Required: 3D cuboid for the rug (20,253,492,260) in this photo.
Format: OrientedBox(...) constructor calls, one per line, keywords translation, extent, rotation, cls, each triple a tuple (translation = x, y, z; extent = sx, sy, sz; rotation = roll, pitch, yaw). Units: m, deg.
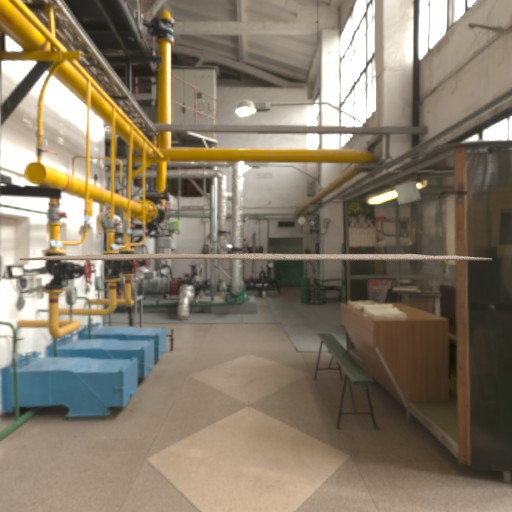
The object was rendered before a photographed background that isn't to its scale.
OrientedBox(translation=(0.000, 0.000, 2.324), extent=(1.829, 0.013, 1.220), rotation=(0, 1, 0), cls="rug")
